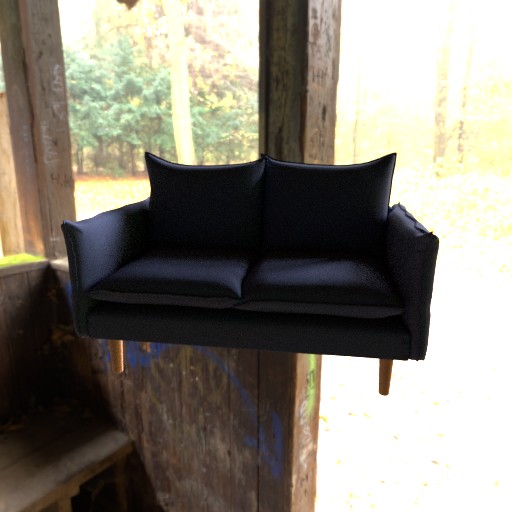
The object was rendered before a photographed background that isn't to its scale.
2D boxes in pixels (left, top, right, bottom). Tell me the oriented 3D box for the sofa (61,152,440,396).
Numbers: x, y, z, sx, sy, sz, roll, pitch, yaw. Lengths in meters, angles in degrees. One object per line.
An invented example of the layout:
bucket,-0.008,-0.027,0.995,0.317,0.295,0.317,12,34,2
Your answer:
sofa,0.000,0.000,1.856,1.300,0.840,0.820,2,14,9
